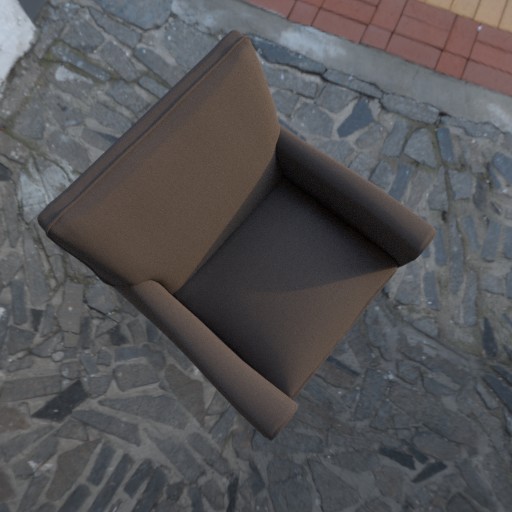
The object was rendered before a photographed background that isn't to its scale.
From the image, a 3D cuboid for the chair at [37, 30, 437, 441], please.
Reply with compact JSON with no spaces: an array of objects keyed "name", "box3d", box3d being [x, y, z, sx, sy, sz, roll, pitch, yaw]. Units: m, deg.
[{"name":"chair","box3d":[0.000,0.000,1.550,0.831,0.911,0.836,40,79,10]}]
